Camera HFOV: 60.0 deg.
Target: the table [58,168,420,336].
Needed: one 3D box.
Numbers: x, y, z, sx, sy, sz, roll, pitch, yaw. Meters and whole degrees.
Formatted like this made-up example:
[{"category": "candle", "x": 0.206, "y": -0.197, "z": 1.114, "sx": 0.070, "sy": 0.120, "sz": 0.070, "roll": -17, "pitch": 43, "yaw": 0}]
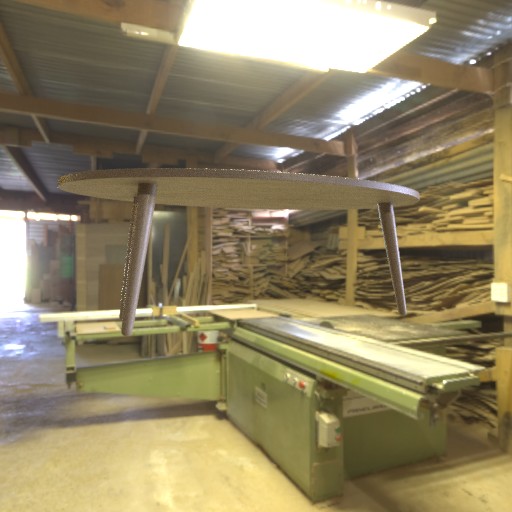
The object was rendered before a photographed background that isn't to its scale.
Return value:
[{"category": "table", "x": 0.000, "y": 0.000, "z": 1.318, "sx": 1.083, "sy": 0.390, "sz": 0.542, "roll": 0, "pitch": -1, "yaw": -18}]
